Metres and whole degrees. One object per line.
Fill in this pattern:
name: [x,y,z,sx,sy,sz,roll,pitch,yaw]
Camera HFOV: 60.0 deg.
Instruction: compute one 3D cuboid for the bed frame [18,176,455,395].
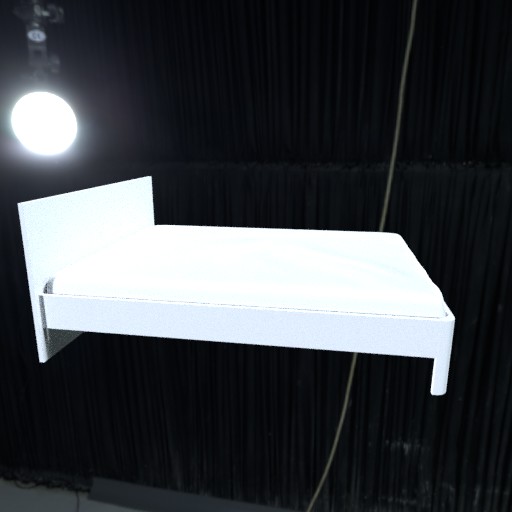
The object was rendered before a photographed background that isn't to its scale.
bed frame: [0.000,0.000,2.676,1.950,0.800,1.490,3,15,9]
